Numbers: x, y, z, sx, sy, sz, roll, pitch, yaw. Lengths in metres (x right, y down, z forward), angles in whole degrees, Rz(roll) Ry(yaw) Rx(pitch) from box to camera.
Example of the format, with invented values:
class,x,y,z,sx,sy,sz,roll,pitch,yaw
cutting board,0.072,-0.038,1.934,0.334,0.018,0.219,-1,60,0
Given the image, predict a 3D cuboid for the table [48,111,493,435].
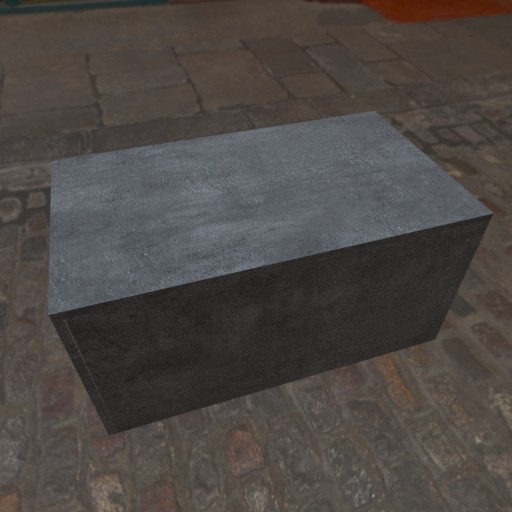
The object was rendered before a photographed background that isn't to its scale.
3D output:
class,x,y,z,sx,sy,sz,roll,pitch,yaw
table,0.000,0.000,0.915,0.700,0.350,0.400,-13,45,-13
